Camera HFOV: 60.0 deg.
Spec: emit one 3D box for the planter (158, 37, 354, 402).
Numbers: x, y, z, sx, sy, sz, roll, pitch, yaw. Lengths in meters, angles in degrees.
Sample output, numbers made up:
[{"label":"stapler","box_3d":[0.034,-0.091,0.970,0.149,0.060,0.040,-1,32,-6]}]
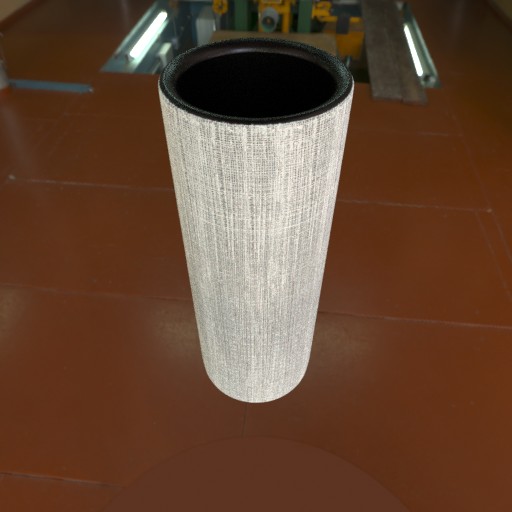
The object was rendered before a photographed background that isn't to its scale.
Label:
[{"label":"planter","box_3d":[0.000,0.000,0.324,0.100,0.270,0.100,31,54,27]}]
